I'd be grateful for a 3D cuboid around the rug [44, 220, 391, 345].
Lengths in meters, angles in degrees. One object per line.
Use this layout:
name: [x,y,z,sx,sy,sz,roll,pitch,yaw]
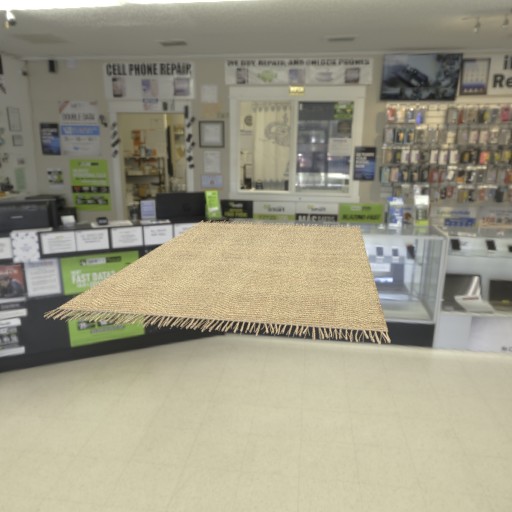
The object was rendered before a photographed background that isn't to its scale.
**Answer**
rug: [0.000,0.000,3.070,1.528,0.034,2.523,3,15,10]
